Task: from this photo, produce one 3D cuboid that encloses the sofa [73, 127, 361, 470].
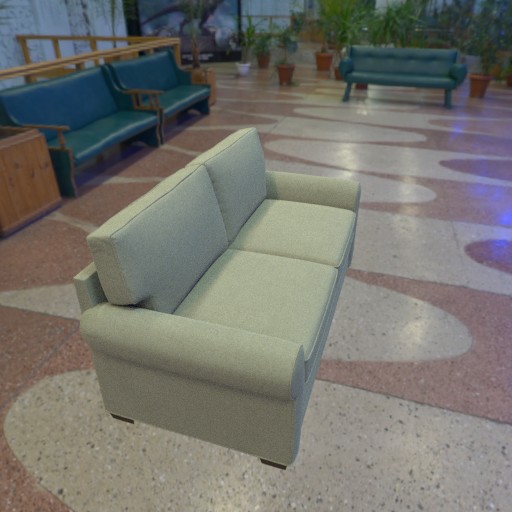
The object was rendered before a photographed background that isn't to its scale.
[{"bbox_3d":[0.000,0.000,2.273,0.861,0.933,1.774,9,31,16],"label":"sofa"}]
